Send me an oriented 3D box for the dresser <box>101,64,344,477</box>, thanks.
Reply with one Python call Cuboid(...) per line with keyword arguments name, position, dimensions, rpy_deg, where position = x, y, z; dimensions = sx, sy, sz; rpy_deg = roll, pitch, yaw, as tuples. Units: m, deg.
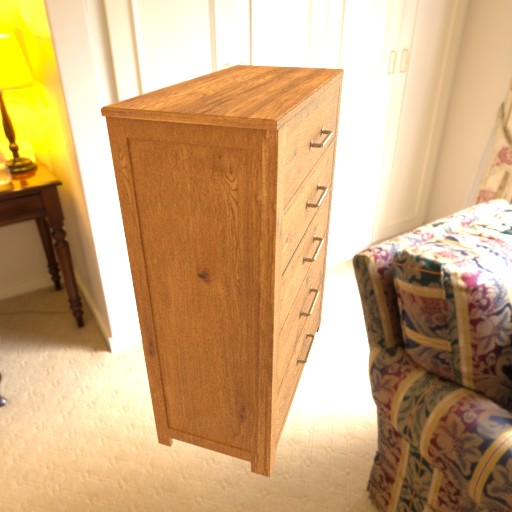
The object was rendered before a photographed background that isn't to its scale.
Cuboid(name="dresser", position=(0.000, 0.000, 1.955), dimensions=(0.558, 1.431, 1.081), rpy_deg=(9, 31, 16))
